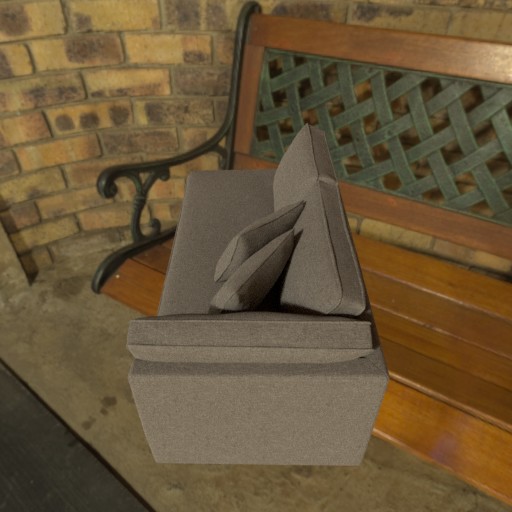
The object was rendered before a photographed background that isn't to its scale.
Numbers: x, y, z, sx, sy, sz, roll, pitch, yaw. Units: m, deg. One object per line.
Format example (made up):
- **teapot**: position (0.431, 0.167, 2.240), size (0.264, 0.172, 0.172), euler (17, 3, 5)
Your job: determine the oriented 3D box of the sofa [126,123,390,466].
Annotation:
- **sofa**: position (0.000, 0.000, 2.804), size (1.110, 1.033, 2.237), euler (0, 40, 0)
